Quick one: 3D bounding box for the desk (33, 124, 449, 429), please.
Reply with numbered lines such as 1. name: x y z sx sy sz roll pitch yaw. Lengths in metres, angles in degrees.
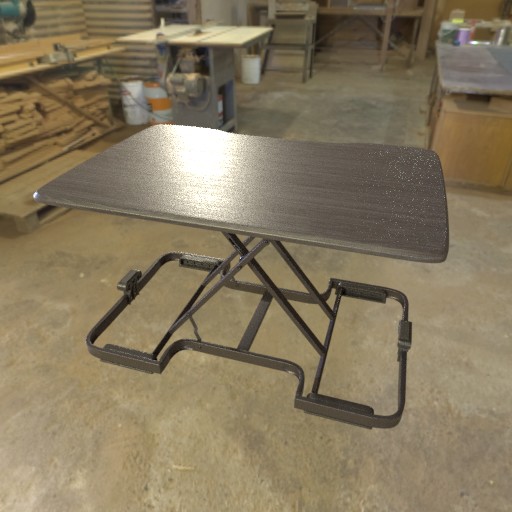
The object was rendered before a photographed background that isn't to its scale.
1. desk: 0.000 0.000 1.135 0.820 0.470 0.546 9 33 15
